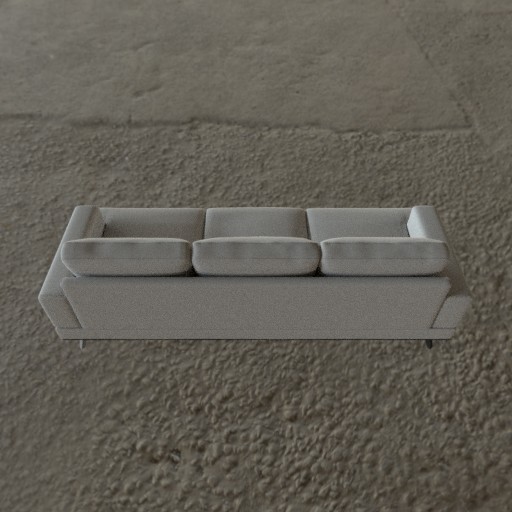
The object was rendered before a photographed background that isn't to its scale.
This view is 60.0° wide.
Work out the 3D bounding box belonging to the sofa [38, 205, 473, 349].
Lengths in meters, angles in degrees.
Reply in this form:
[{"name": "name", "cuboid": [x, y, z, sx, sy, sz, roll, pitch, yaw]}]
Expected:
[{"name": "sofa", "cuboid": [0.000, 0.000, 2.747, 2.310, 0.810, 0.920, 0, 48, 0]}]
